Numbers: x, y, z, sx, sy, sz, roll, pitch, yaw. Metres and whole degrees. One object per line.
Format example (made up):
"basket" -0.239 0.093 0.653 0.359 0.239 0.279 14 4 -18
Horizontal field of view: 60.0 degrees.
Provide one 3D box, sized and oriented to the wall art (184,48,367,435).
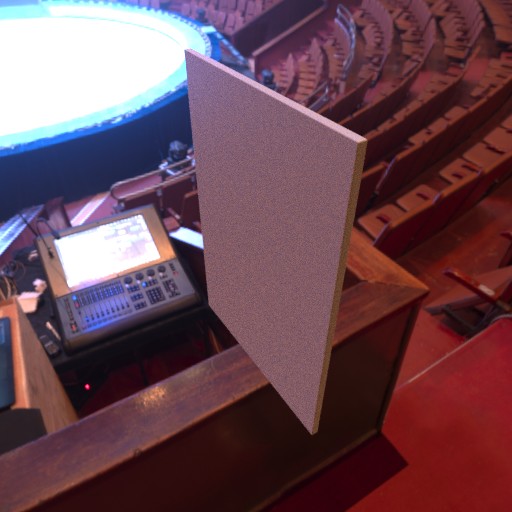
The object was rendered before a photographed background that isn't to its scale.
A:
"wall art" 0.000 0.000 0.632 0.011 0.482 0.329 -23 45 -25
